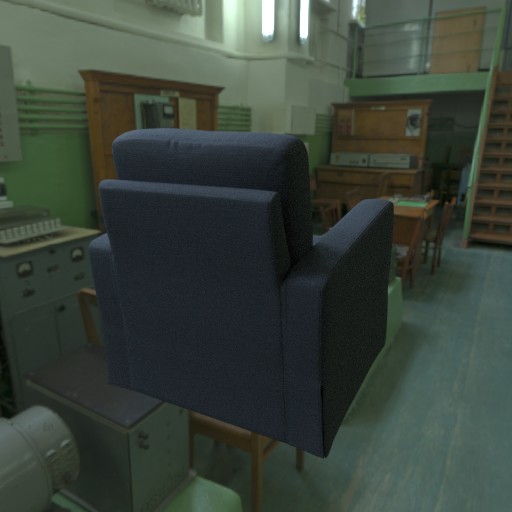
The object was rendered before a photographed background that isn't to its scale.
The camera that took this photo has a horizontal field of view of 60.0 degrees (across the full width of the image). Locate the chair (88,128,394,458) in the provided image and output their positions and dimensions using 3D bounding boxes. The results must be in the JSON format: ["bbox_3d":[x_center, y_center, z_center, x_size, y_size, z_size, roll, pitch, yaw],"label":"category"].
[{"bbox_3d":[0.000,0.000,1.543,0.798,0.855,0.863,8,18,27],"label":"chair"}]
